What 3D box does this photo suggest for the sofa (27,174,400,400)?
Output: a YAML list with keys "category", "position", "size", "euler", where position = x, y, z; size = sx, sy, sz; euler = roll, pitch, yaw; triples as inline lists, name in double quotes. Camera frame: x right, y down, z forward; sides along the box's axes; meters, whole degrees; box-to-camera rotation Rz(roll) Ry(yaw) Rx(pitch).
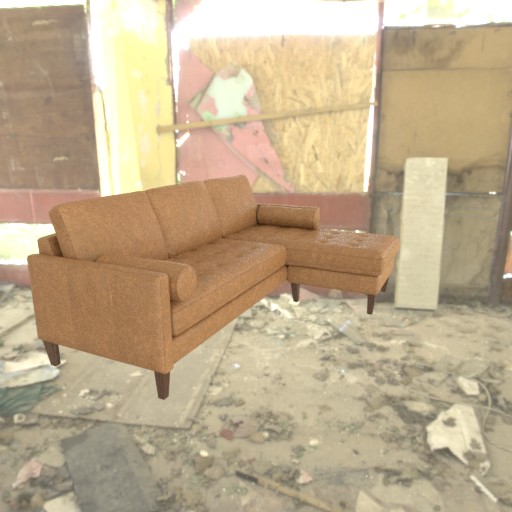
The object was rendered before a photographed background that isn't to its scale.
- category: "sofa"
  position: [0.000, 0.000, 2.868]
  size: [1.506, 0.876, 2.178]
  euler: [7, 17, 25]
